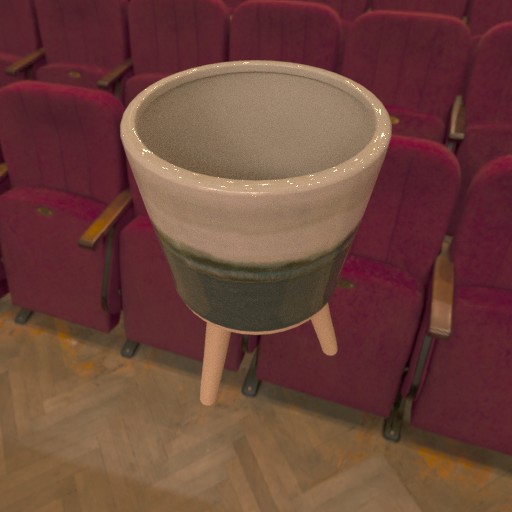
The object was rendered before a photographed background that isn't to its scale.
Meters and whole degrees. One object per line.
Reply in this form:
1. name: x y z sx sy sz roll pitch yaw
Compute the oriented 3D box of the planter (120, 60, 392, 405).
1. planter: 0.000 0.000 0.475 0.217 0.331 0.217 14 46 13
